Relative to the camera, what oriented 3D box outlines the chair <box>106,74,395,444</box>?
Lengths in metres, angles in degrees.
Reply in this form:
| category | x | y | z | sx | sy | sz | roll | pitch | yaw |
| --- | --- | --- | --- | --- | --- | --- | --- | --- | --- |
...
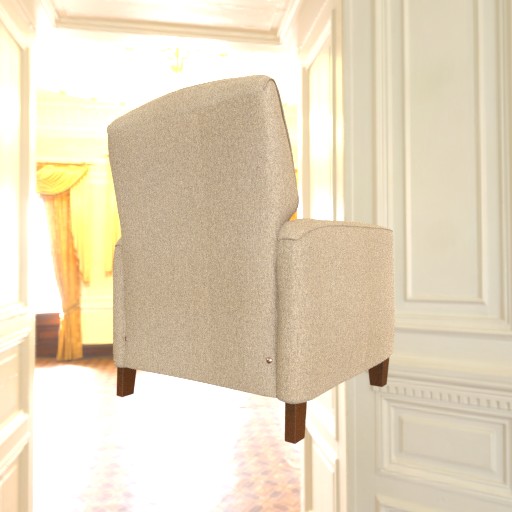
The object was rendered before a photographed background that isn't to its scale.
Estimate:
| category | x | y | z | sx | sy | sz | roll | pitch | yaw |
| --- | --- | --- | --- | --- | --- | --- | --- | --- | --- |
| chair | 0.000 | 0.000 | 1.676 | 0.848 | 1.014 | 0.864 | -1 | -1 | 35 |
